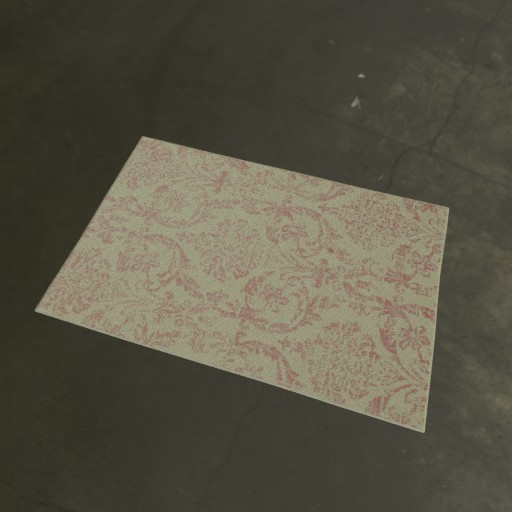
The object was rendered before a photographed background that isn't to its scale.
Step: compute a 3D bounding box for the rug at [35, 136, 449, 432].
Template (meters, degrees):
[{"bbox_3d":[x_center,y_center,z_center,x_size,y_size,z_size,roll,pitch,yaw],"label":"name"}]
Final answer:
[{"bbox_3d":[0.000,0.000,2.274,1.839,0.012,1.219,15,60,9],"label":"rug"}]
